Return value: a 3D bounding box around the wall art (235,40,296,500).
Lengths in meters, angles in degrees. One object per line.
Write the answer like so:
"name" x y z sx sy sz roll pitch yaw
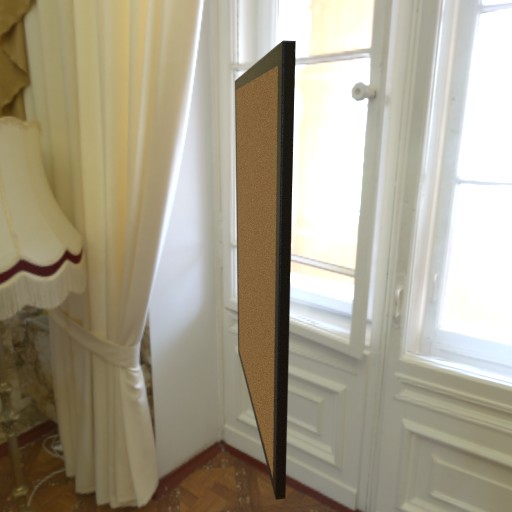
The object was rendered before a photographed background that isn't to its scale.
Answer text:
"wall art" 0.000 0.000 0.831 0.016 0.657 0.480 -3 16 -9
